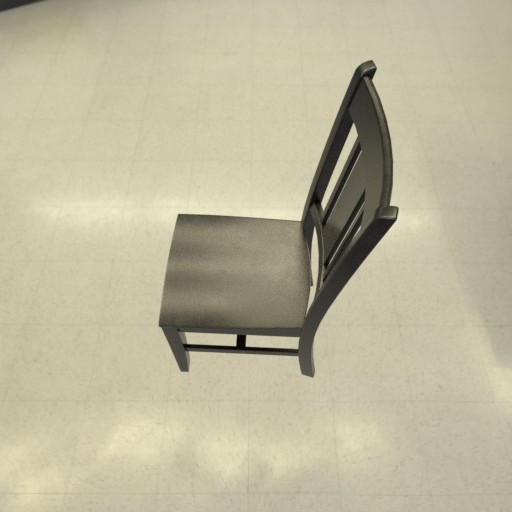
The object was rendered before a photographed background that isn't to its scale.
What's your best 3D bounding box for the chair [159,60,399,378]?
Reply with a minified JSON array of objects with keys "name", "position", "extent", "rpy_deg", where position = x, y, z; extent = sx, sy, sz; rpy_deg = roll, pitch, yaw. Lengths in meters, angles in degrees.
[{"name":"chair","position":[0.000,0.000,1.312],"extent":[0.555,0.998,0.450],"rpy_deg":[2,58,1]}]
